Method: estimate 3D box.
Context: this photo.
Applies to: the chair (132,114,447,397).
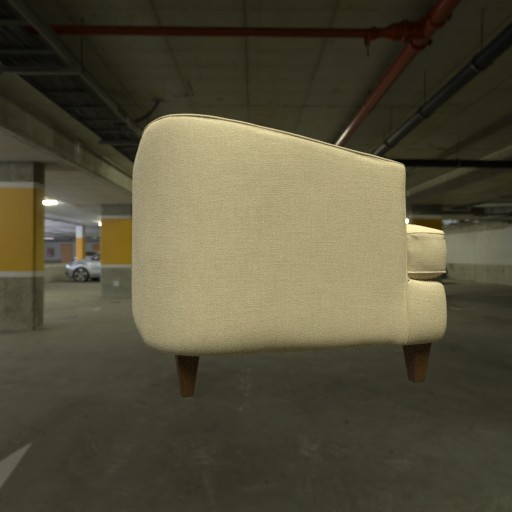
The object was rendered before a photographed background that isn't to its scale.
[{"bbox_3d":[0.000,0.000,1.733,0.914,0.787,1.118,0,0,-18],"label":"chair"}]
